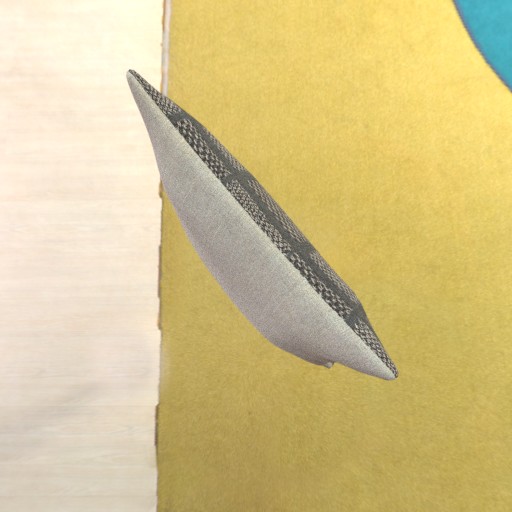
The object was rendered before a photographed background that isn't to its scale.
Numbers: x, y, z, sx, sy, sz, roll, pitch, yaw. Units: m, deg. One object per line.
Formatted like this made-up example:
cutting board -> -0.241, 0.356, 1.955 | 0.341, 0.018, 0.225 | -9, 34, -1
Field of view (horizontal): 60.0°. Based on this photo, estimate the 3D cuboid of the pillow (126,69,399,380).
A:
pillow -> 0.000, 0.000, 0.666 | 0.138, 0.432, 0.435 | -39, 80, -8
